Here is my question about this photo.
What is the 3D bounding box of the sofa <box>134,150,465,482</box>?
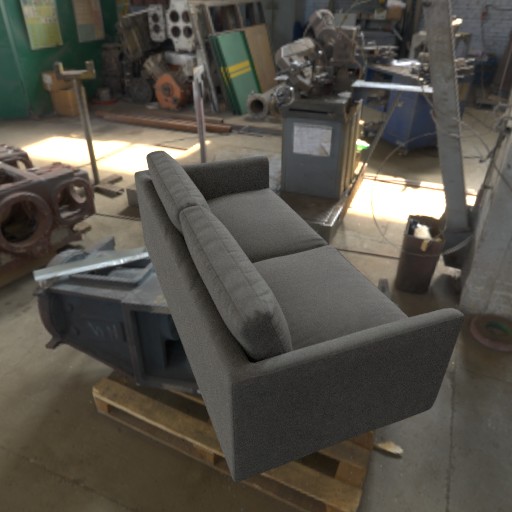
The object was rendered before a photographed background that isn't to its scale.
[{"bbox_3d":[0.000,0.000,2.745,1.092,0.838,2.257,-12,34,-18],"label":"sofa"}]
